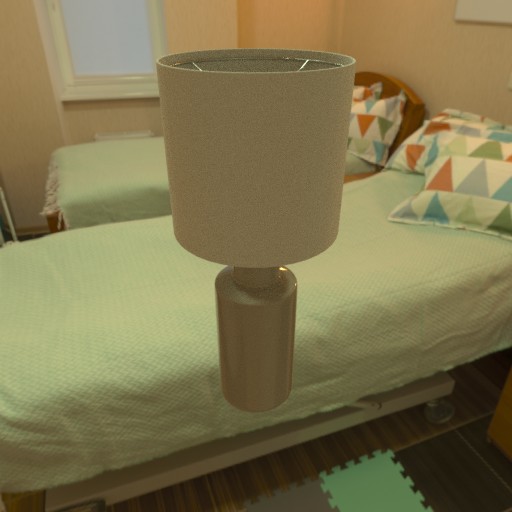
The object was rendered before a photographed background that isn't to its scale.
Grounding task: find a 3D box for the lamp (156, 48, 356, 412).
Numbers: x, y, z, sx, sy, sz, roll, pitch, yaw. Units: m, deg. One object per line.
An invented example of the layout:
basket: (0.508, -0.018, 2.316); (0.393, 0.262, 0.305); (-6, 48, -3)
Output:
lamp: (0.000, 0.000, 0.601); (0.212, 0.493, 0.212); (23, 37, 33)
